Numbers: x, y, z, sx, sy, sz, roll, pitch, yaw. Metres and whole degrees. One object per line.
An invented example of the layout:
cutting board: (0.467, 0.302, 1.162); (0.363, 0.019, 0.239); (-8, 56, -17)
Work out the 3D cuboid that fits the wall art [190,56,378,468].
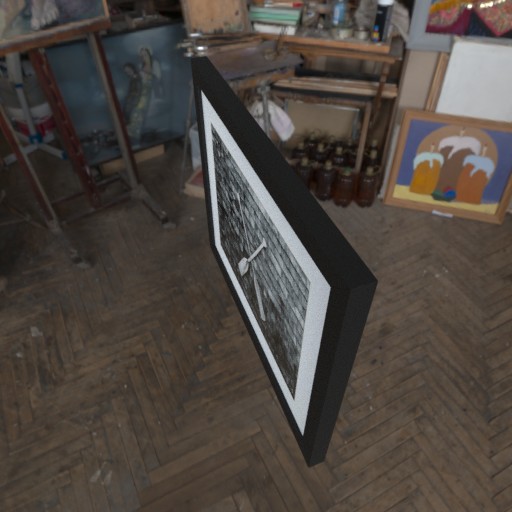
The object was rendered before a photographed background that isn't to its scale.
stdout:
wall art: (0.000, 0.000, 0.752); (0.029, 0.457, 0.558); (-15, 48, -14)
